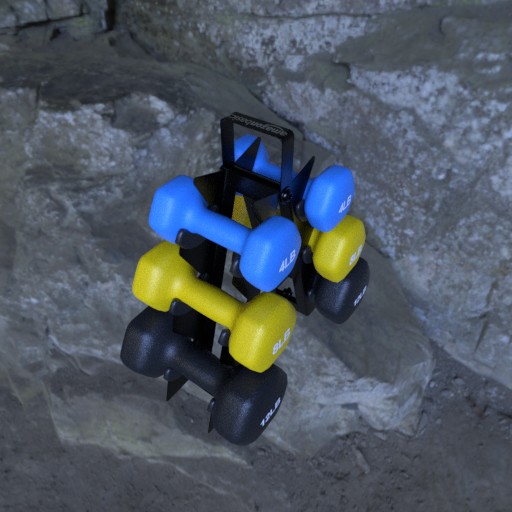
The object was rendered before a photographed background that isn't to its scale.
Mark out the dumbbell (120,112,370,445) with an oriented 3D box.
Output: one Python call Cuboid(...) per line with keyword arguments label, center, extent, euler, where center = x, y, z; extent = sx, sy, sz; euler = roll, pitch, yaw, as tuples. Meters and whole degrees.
Cuboid(label="dumbbell", center=(0.000, 0.000, 0.673), extent=(0.255, 0.426, 0.409), euler=(27, 49, 26))
